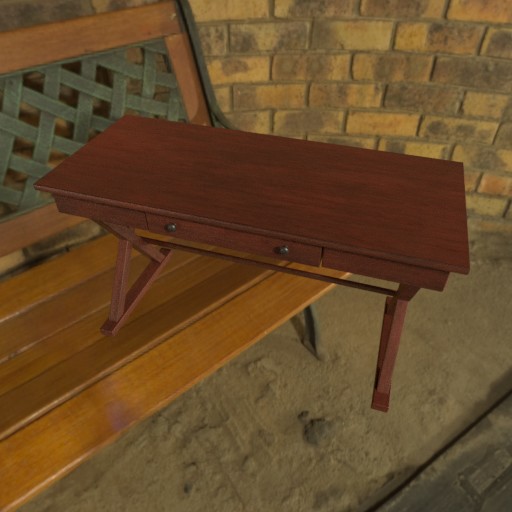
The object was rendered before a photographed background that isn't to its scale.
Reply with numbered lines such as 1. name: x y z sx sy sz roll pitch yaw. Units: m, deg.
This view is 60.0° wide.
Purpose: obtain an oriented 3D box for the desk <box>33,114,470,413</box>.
1. desk: 0.000 0.000 1.782 1.372 0.761 0.600 12 42 13
